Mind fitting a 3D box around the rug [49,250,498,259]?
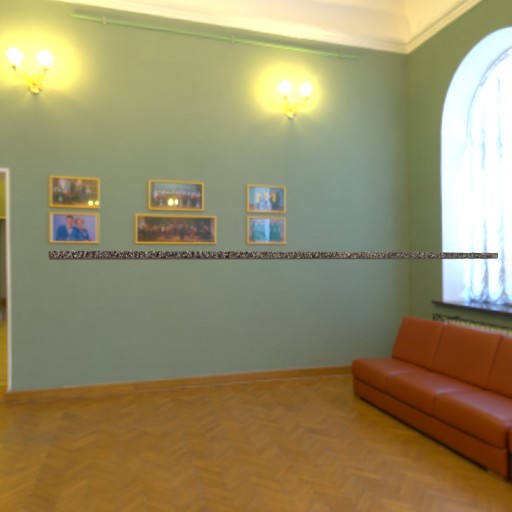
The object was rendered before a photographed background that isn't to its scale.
[{"bbox_3d":[0.000,0.000,2.043,1.601,0.025,1.198,0,0,-18],"label":"rug"}]
